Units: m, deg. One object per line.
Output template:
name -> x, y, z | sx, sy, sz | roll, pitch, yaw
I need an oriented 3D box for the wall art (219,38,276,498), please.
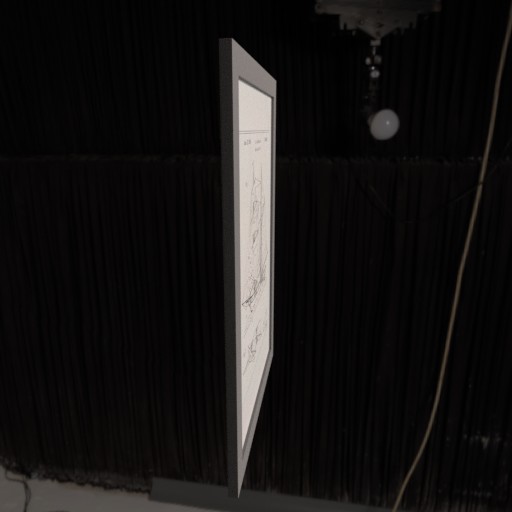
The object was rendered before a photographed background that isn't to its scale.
wall art -> 0.000, 0.000, 0.672 | 0.013, 0.534, 0.380 | 2, 16, 8
